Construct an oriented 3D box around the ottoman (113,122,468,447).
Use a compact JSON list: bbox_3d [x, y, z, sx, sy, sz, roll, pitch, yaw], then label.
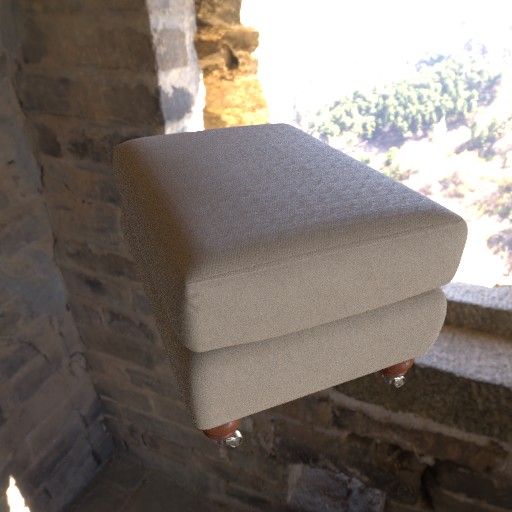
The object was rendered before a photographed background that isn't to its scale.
[{"bbox_3d":[0.000,0.000,1.114,0.569,0.504,0.773,-12,33,-19],"label":"ottoman"}]
